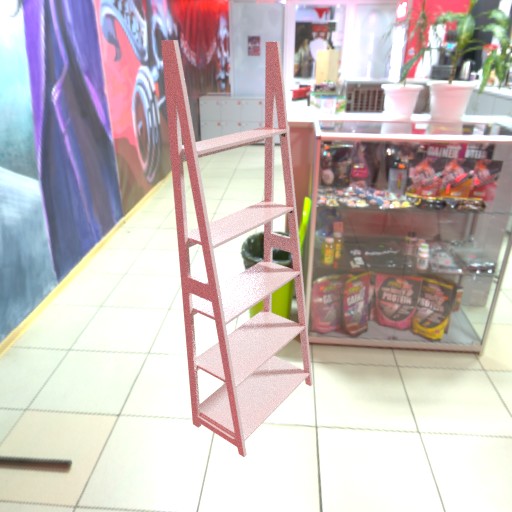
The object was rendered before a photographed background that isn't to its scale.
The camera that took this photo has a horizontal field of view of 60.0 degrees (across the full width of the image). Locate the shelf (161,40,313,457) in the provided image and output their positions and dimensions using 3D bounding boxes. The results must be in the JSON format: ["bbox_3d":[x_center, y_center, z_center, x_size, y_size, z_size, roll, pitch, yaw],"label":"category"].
[{"bbox_3d":[0.000,0.000,2.038,0.341,1.779,0.636,18,31,33],"label":"shelf"}]
